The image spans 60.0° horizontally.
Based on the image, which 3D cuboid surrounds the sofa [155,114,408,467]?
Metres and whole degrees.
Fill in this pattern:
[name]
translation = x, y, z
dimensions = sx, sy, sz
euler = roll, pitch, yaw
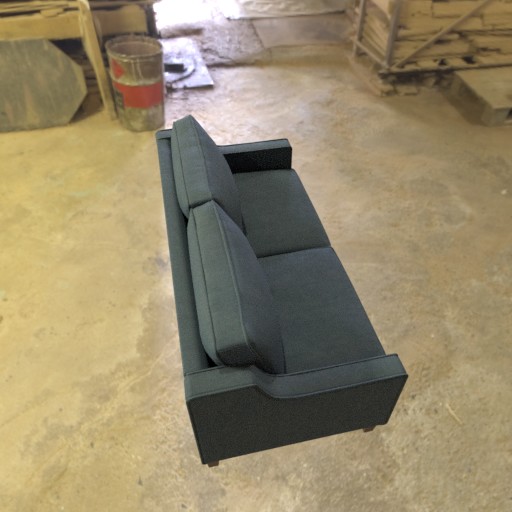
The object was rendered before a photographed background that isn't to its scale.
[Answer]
[sofa]
translation = 0.000, 0.000, 2.876
dimensions = 1.066, 1.071, 2.178
euler = -9, 46, -9
